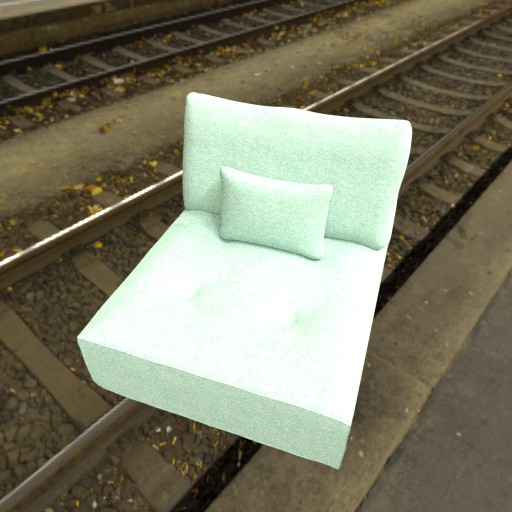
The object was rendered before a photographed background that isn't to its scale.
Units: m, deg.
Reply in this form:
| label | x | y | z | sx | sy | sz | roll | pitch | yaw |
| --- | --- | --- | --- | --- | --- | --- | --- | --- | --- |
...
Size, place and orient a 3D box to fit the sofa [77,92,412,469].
| label | x | y | z | sx | sy | sz | roll | pitch | yaw |
| --- | --- | --- | --- | --- | --- | --- | --- | --- | --- |
| sofa | 0.000 | 0.000 | 1.663 | 0.930 | 0.820 | 1.000 | 13 | 42 | 15 |
